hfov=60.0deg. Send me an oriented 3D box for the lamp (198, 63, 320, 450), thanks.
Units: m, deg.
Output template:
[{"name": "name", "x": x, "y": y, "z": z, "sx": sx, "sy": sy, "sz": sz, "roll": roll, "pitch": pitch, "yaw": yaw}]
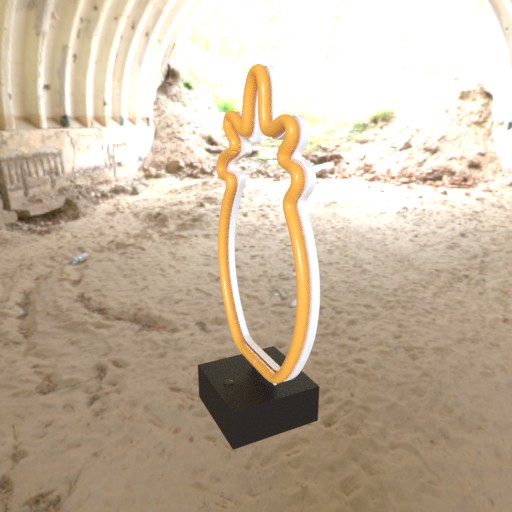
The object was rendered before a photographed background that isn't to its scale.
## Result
[{"name": "lamp", "x": 0.000, "y": 0.000, "z": 0.396, "sx": 0.088, "sy": 0.317, "sz": 0.167, "roll": -8, "pitch": 19, "yaw": -25}]
